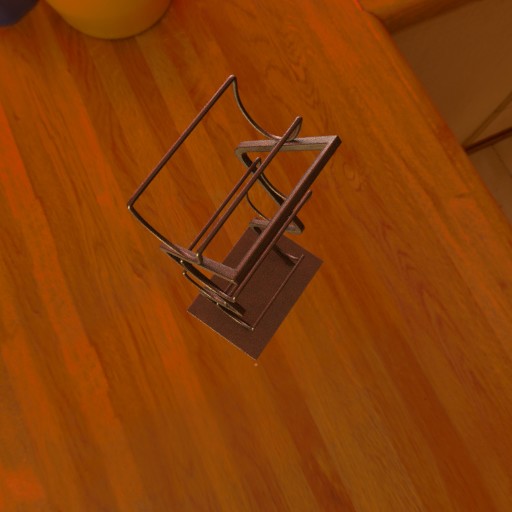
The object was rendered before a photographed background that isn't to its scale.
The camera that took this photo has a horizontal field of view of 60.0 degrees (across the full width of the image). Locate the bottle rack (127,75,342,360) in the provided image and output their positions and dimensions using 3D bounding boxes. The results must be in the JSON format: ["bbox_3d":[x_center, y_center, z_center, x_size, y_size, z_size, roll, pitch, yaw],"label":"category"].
[{"bbox_3d":[0.000,0.000,0.683,0.178,0.559,0.254,34,79,8],"label":"bottle rack"}]
